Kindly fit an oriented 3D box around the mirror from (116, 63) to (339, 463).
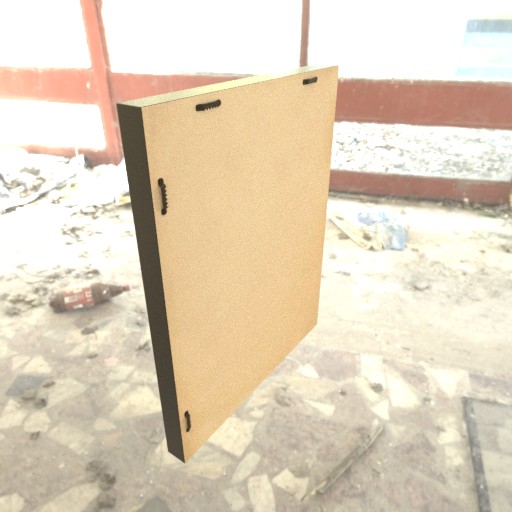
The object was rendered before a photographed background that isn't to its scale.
[{"bbox_3d":[0.000,0.000,0.682,0.041,0.509,0.406,19,35,30],"label":"mirror"}]
